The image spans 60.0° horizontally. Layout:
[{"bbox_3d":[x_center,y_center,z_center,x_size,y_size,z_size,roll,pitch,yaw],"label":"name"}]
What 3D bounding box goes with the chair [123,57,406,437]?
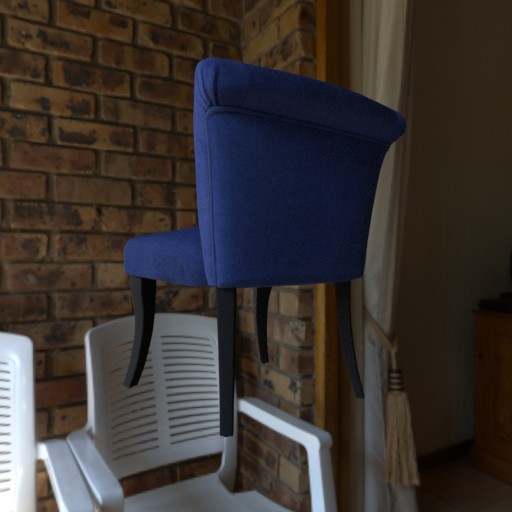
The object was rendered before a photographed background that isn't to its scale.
[{"bbox_3d":[0.000,0.000,1.178,0.585,0.753,0.606,0,0,-36],"label":"chair"}]
